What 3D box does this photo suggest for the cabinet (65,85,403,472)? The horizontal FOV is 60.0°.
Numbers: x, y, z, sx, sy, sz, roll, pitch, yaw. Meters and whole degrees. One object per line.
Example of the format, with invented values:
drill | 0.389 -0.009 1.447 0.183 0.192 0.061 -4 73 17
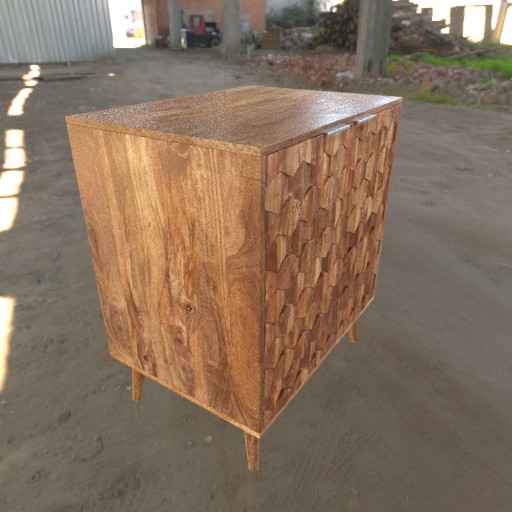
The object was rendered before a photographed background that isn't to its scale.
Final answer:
cabinet | 0.000 0.000 1.167 0.473 0.758 0.647 17 32 30
